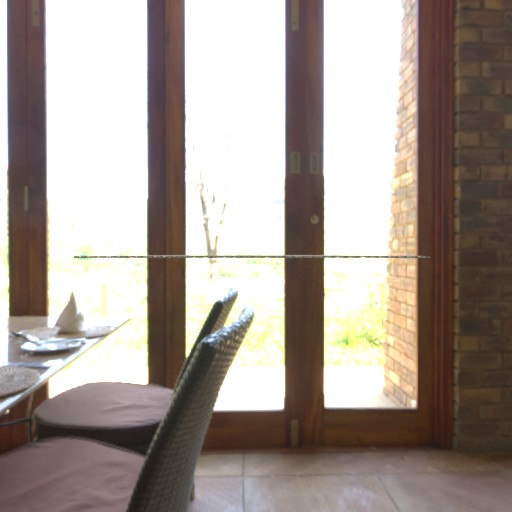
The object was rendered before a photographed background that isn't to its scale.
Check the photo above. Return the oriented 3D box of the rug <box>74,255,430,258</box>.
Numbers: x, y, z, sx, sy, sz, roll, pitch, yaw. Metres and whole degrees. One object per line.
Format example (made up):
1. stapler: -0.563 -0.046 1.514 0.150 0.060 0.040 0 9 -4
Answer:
1. rug: 0.000 0.000 2.473 1.196 0.008 2.006 0 0 1
